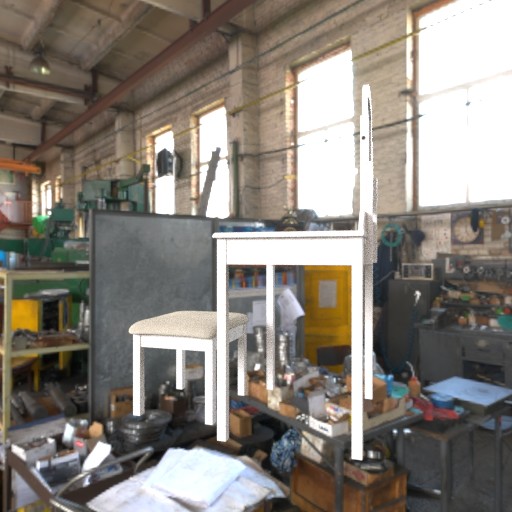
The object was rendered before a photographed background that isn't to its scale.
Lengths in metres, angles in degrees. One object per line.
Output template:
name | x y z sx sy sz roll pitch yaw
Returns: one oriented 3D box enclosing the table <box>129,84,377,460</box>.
table | 0.000 0.000 2.334 1.211 1.631 0.876 0 0 18
